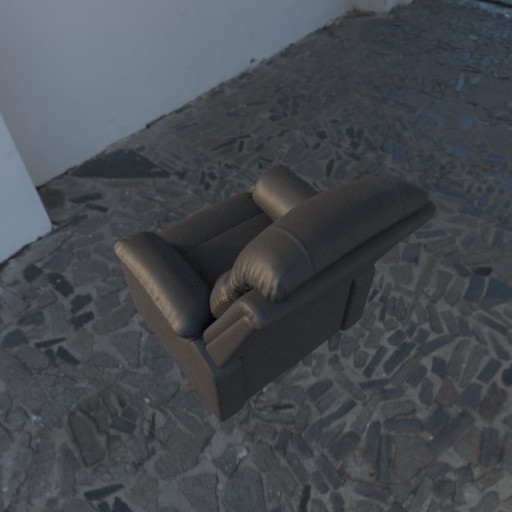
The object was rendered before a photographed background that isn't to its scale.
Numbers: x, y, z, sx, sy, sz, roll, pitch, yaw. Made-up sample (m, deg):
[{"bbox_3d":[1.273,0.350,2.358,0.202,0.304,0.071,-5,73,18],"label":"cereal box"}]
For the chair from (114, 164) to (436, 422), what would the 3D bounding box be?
[{"bbox_3d":[0.000,0.000,1.699,0.855,0.992,0.919,-30,54,-25],"label":"chair"}]
